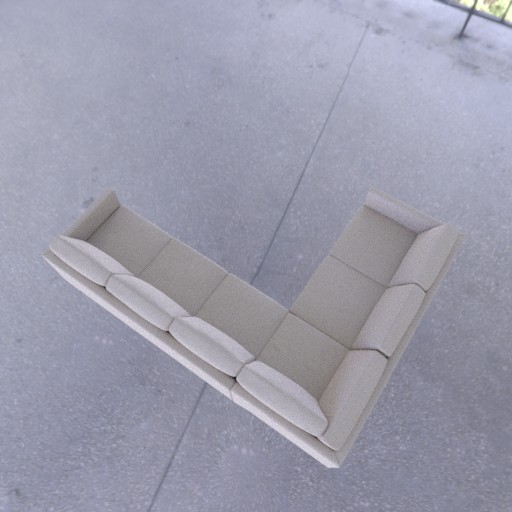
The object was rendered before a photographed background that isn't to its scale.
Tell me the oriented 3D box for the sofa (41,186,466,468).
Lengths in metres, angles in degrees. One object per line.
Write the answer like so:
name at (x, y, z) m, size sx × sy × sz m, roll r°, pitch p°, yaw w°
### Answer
sofa at (0.000, 0.000, 4.354) m, size 3.182 × 0.863 × 2.432 m, roll 32°, pitch 68°, yaw 14°
